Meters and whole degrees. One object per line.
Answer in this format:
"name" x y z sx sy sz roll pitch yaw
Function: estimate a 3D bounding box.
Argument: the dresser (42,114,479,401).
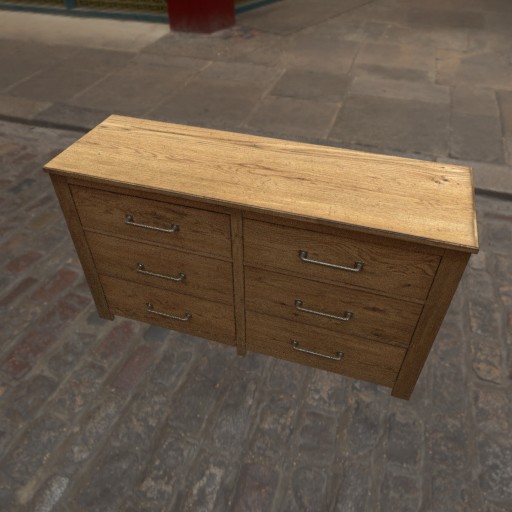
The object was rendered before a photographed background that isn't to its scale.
"dresser" 0.000 0.000 2.085 1.657 0.932 0.563 12 43 13
